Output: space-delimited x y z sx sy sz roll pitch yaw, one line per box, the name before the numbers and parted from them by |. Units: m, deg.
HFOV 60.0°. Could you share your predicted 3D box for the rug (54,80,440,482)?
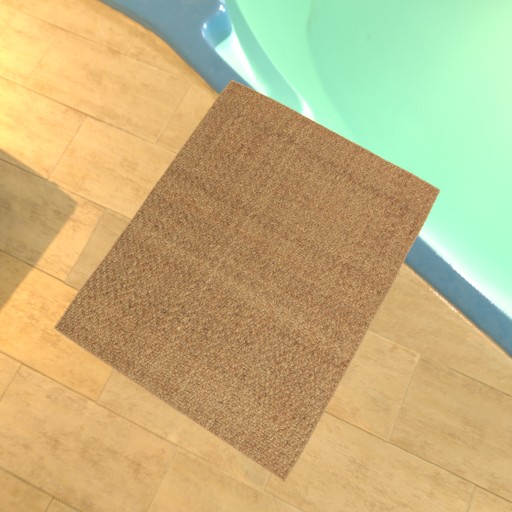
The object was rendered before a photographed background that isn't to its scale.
rug | 0.000 0.000 4.136 2.439 0.013 3.048 30 77 8
